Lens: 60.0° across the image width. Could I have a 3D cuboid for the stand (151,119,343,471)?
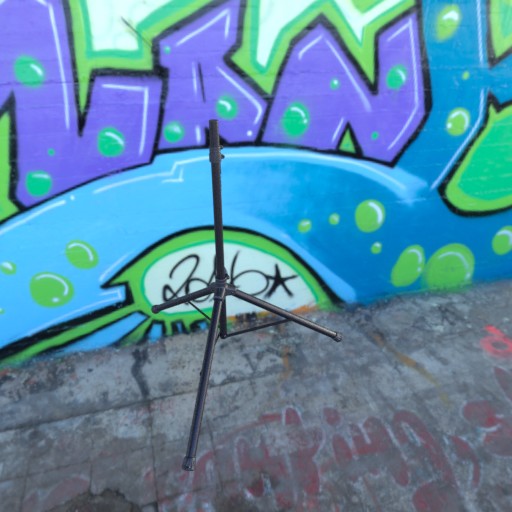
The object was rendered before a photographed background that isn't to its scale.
[{"bbox_3d":[0.000,0.000,1.855,0.907,1.136,1.045,-8,31,-14],"label":"stand"}]
